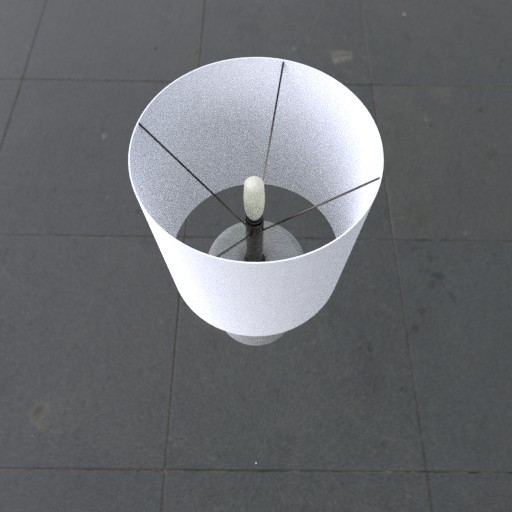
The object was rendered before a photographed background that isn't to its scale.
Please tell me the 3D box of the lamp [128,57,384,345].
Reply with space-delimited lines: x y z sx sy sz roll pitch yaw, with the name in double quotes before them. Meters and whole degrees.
"lamp" 0.000 0.000 0.548 0.206 0.416 0.206 14 66 6
